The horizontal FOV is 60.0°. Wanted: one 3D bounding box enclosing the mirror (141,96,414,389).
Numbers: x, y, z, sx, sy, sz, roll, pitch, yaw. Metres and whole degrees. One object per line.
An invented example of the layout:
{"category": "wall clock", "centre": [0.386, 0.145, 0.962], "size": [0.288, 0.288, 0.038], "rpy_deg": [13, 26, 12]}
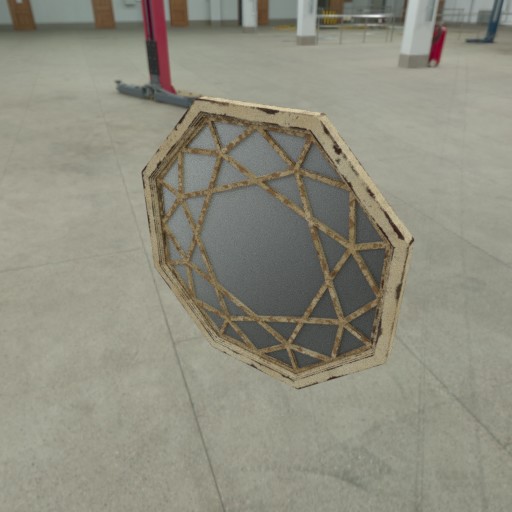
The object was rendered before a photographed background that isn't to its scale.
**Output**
{"category": "mirror", "centre": [0.000, 0.000, 0.985], "size": [0.648, 0.648, 0.031], "rpy_deg": [19, 36, 29]}
